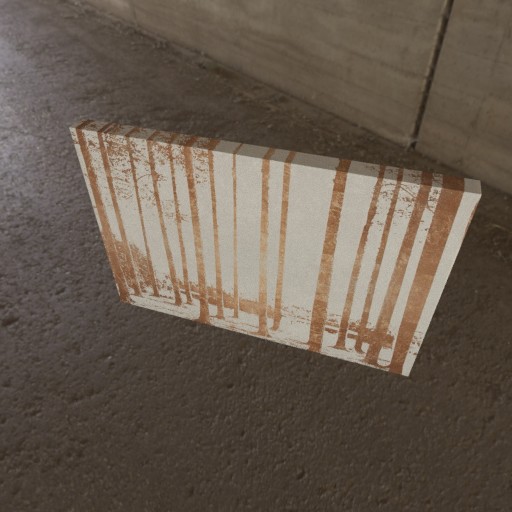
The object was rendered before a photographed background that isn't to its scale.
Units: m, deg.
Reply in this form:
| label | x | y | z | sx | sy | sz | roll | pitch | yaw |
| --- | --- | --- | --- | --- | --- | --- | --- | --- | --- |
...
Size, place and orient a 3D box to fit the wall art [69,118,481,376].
| label | x | y | z | sx | sy | sz | roll | pitch | yaw |
| --- | --- | --- | --- | --- | --- | --- | --- | --- | --- |
| wall art | 0.000 | 0.000 | 0.776 | 0.609 | 0.405 | 0.035 | 12 | 43 | 13 |
